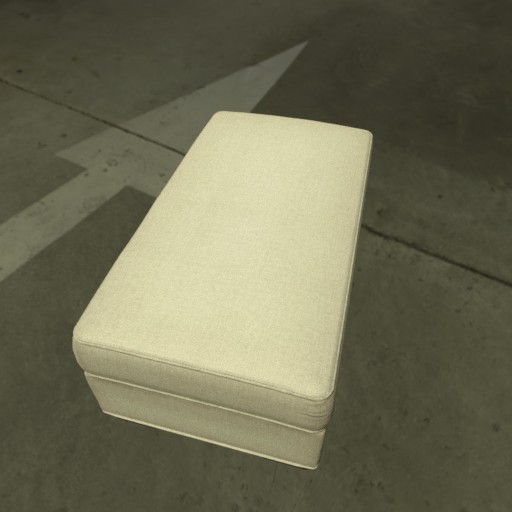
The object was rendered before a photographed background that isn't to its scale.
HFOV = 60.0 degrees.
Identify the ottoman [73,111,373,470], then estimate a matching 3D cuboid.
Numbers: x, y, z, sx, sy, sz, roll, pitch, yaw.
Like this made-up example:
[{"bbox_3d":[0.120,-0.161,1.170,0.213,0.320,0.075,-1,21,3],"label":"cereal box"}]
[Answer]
[{"bbox_3d":[0.000,0.000,1.431,0.617,0.461,1.097,11,47,10],"label":"ottoman"}]
